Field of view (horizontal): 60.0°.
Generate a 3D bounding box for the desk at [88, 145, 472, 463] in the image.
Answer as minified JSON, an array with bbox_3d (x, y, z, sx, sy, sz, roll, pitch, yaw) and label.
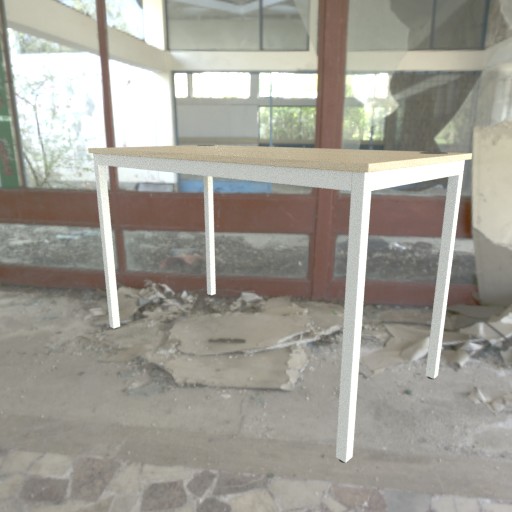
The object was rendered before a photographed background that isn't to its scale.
[{"bbox_3d":[0.000,0.000,1.604,1.200,0.750,0.600,14,21,42],"label":"desk"}]
